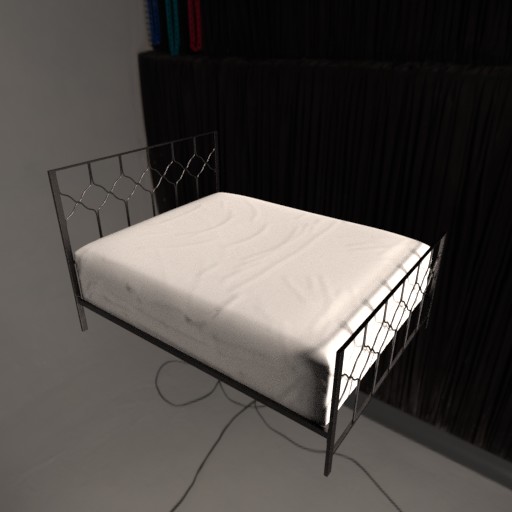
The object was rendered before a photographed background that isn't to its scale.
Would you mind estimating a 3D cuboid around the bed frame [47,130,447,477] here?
[{"bbox_3d":[0.000,0.000,3.068,2.063,1.222,1.597,18,32,32],"label":"bed frame"}]
